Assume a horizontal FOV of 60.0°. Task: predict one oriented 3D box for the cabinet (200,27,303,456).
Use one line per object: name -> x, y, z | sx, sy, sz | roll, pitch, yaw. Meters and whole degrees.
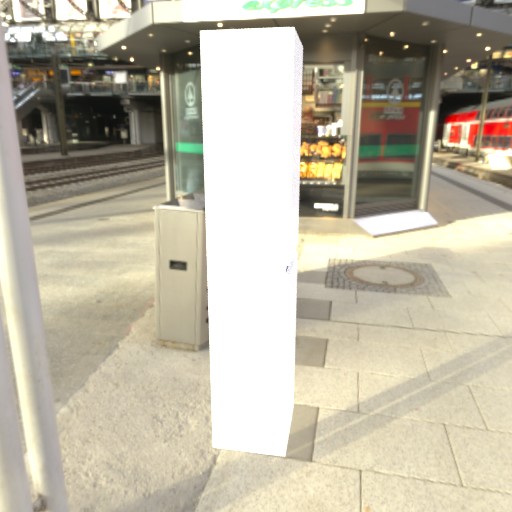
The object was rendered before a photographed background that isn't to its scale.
cabinet -> 0.000, 0.000, 1.569 | 0.269, 1.400, 0.300 | 3, 16, 10
